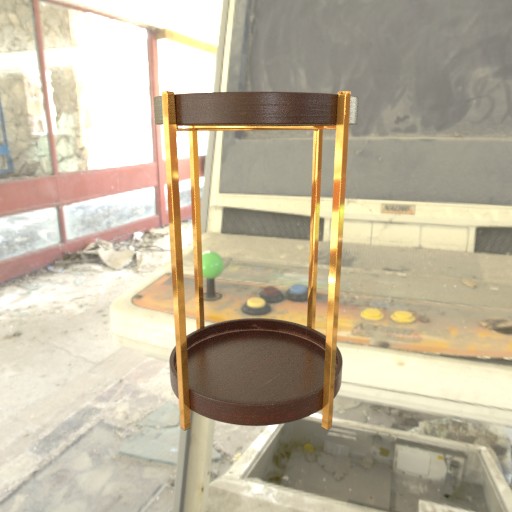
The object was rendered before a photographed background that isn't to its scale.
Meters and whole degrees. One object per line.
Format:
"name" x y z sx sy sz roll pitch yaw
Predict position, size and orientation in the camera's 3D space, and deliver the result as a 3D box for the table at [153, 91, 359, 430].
"table" 0.000 0.000 0.901 0.400 0.610 0.400 16 22 43
